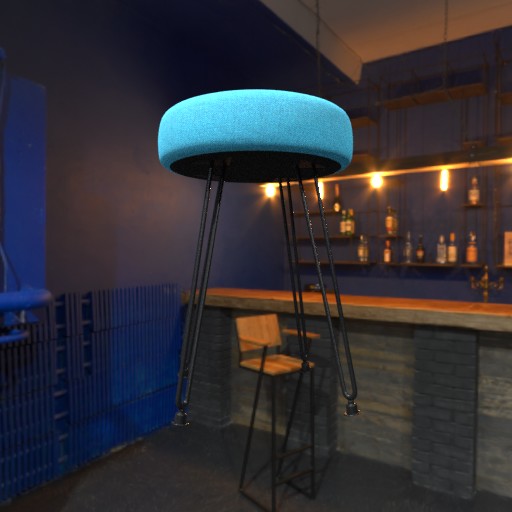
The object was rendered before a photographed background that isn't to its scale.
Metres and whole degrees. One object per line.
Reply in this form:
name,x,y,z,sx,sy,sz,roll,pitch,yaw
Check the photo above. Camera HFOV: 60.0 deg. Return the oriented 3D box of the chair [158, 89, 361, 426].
chair,0.000,0.000,0.705,0.350,0.440,0.350,0,1,36
